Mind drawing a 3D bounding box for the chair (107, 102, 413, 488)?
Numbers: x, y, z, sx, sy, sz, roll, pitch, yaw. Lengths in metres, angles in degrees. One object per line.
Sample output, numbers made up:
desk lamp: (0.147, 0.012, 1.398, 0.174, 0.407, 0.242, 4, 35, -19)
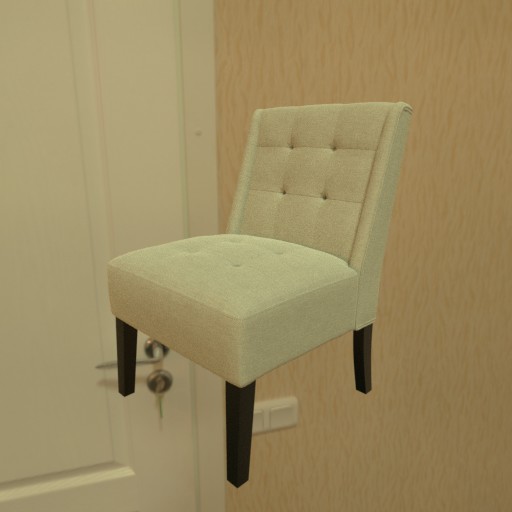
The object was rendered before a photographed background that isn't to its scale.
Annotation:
chair: (0.000, 0.000, 1.280, 0.676, 0.853, 0.569, -15, 21, -43)
